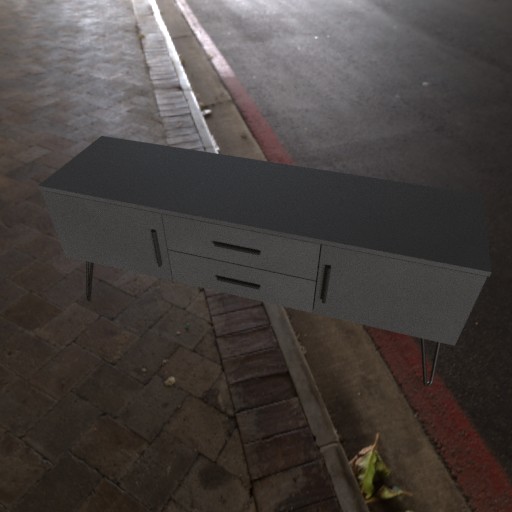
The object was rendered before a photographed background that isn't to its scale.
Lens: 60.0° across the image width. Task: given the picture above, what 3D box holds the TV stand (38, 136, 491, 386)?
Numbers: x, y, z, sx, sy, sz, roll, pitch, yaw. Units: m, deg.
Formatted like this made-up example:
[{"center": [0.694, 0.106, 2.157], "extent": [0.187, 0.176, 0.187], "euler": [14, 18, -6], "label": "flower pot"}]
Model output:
[{"center": [0.000, 0.000, 1.628], "extent": [1.400, 0.560, 0.400], "euler": [12, 42, 13], "label": "TV stand"}]
